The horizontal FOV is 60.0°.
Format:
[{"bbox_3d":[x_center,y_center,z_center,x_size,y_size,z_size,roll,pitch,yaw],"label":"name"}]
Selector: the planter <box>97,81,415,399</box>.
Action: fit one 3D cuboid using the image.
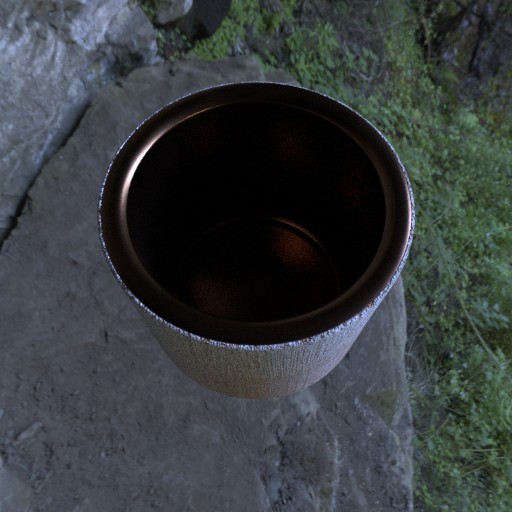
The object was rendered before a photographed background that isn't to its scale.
[{"bbox_3d":[0.000,0.000,0.192,0.109,0.096,0.109,0,64,0],"label":"planter"}]
